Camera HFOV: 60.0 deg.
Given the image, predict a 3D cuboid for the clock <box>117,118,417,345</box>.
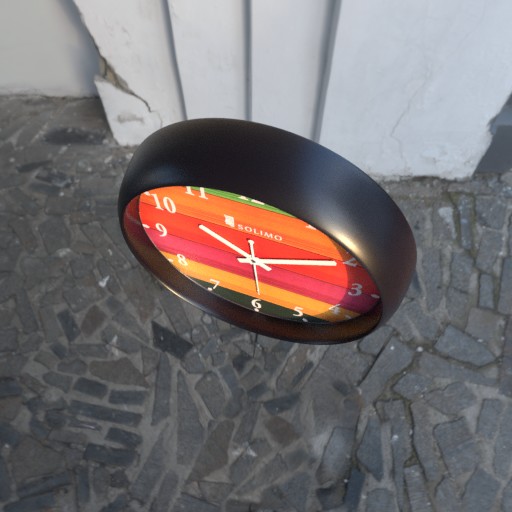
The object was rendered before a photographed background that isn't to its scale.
[{"bbox_3d":[0.000,0.000,0.445,0.300,0.300,0.060,17,61,10],"label":"clock"}]
